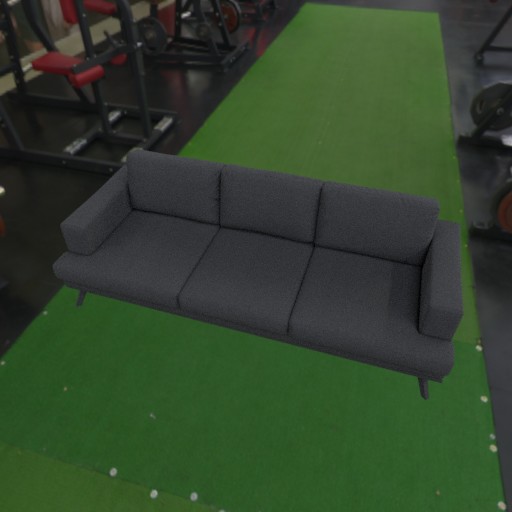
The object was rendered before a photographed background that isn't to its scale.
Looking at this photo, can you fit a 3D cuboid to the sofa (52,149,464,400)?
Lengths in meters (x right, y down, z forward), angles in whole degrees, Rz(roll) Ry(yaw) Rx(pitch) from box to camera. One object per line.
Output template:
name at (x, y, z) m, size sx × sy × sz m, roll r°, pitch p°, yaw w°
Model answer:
sofa at (0.000, 0.000, 2.711) m, size 2.310 × 0.810 × 0.920 m, roll 12°, pitch 43°, yaw 13°
